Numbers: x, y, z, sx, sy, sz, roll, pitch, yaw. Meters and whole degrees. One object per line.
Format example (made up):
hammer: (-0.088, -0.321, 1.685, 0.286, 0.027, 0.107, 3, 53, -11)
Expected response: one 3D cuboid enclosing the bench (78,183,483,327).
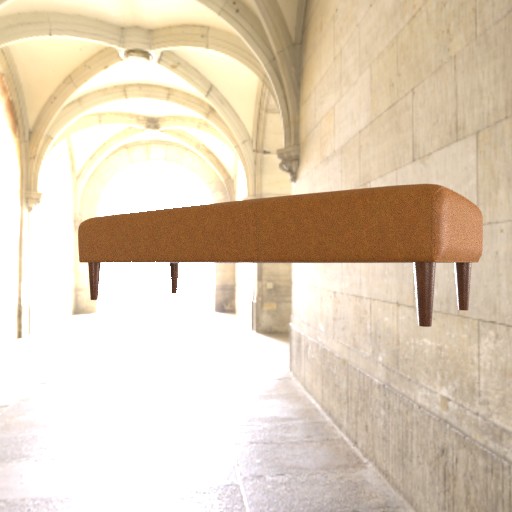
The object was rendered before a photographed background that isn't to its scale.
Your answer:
bench: (0.000, 0.000, 1.834, 1.610, 0.399, 0.653, -1, -1, 36)
